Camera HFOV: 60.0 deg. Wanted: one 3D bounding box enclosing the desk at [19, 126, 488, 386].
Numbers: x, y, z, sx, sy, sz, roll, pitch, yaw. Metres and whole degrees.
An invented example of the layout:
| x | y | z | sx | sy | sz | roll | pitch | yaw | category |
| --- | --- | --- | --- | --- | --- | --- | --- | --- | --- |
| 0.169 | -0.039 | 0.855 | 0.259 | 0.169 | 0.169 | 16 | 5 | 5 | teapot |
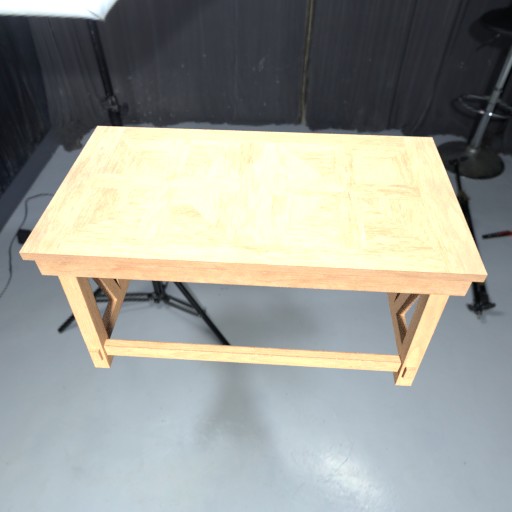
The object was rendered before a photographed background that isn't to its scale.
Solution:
| x | y | z | sx | sy | sz | roll | pitch | yaw | category |
| --- | --- | --- | --- | --- | --- | --- | --- | --- | --- |
| 0.000 | 0.000 | 1.970 | 1.499 | 0.762 | 0.813 | 3 | 46 | 3 | desk |
